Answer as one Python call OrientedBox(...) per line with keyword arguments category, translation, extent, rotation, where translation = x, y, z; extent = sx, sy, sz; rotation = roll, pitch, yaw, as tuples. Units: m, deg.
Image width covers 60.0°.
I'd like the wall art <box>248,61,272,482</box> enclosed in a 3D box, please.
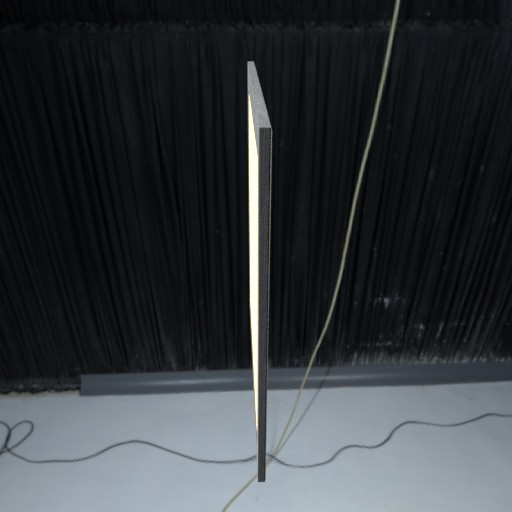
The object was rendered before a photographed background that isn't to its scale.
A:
OrientedBox(category="wall art", translation=(0.000, 0.000, 0.777), extent=(0.013, 0.570, 0.476), rotation=(-1, 31, -2))
